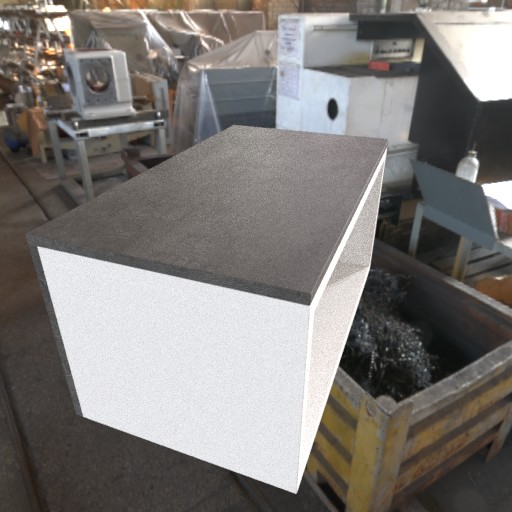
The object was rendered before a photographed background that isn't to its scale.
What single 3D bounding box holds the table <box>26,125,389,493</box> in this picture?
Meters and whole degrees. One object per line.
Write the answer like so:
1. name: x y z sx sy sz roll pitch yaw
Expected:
1. table: 0.000 0.000 0.909 0.400 0.350 0.700 11 31 19
